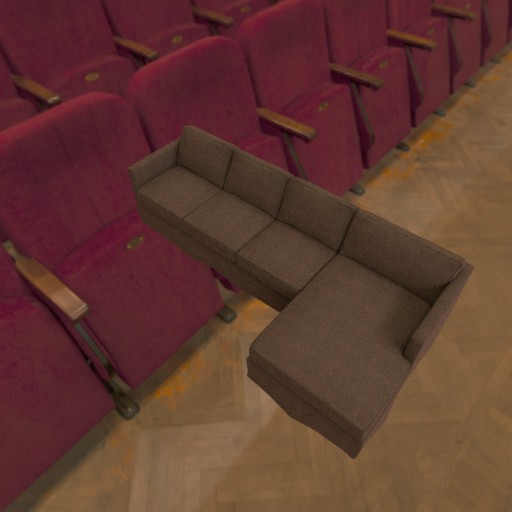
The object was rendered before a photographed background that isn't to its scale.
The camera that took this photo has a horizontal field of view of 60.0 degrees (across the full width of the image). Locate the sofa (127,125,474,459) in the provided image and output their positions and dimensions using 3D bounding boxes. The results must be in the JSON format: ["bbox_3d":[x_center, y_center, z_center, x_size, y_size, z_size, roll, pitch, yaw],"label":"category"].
[{"bbox_3d":[0.000,0.000,3.958,3.205,0.922,1.650,31,54,26],"label":"sofa"}]
